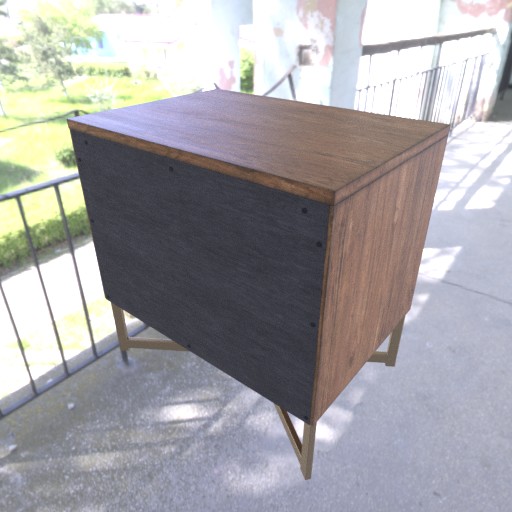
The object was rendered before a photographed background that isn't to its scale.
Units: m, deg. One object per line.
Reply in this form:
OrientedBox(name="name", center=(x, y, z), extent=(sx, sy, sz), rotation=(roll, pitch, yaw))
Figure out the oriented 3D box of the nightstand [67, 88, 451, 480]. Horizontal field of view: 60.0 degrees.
OrientedBox(name="nightstand", center=(0.000, 0.000, 1.017), extent=(0.610, 0.610, 0.446), rotation=(22, 37, 33))
